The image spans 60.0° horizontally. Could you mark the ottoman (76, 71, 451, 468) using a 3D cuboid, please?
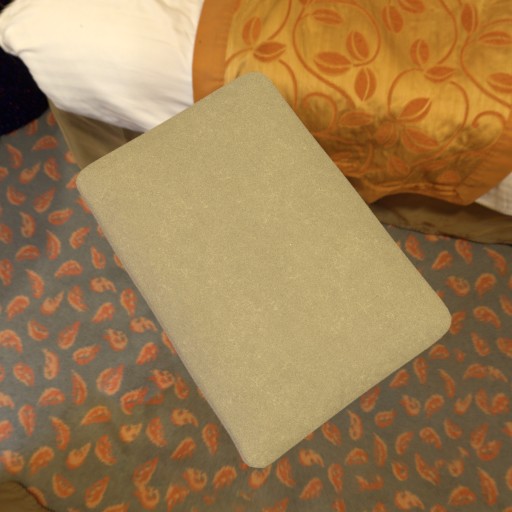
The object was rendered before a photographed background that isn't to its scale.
[{"bbox_3d":[0.000,0.000,1.636,0.840,0.429,1.199,-33,78,-8],"label":"ottoman"}]
